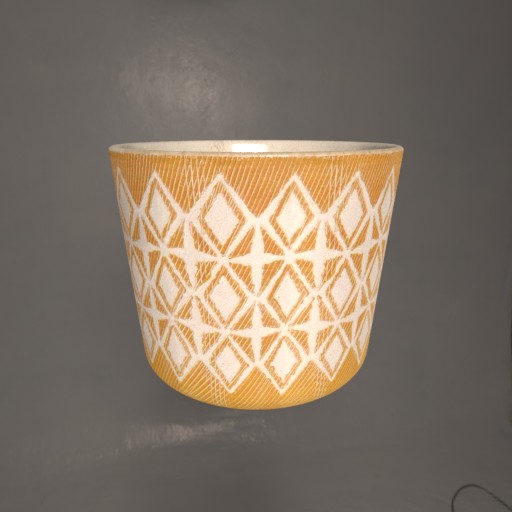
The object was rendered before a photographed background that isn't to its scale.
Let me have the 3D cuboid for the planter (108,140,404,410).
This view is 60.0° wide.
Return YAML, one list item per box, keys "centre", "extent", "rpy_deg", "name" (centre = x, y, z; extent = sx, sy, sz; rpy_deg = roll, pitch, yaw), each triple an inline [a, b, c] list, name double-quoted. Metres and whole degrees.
- centre: [0.000, 0.000, 0.214]
  extent: [0.126, 0.104, 0.126]
  rpy_deg: [0, 16, 0]
  name: "planter"
